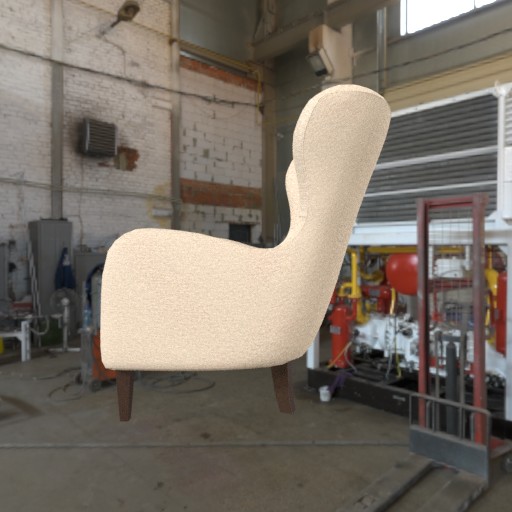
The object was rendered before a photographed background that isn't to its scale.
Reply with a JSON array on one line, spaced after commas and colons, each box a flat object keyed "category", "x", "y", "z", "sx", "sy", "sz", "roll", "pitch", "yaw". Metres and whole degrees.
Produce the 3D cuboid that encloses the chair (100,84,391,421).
[{"category": "chair", "x": 0.000, "y": 0.000, "z": 1.756, "sx": 0.984, "sy": 1.064, "sz": 0.861, "roll": 0, "pitch": 1, "yaw": 2}]
